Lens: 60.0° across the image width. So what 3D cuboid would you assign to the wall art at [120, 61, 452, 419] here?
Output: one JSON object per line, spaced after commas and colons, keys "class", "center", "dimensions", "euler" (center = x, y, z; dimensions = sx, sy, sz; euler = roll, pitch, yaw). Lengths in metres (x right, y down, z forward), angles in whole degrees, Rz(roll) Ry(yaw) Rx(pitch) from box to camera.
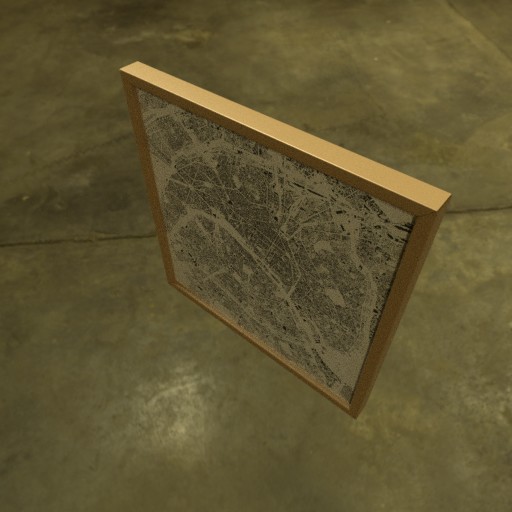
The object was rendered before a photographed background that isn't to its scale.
{"class": "wall art", "center": [0.000, 0.000, 0.754], "dimensions": [0.509, 0.509, 0.036], "euler": [31, 54, 26]}
